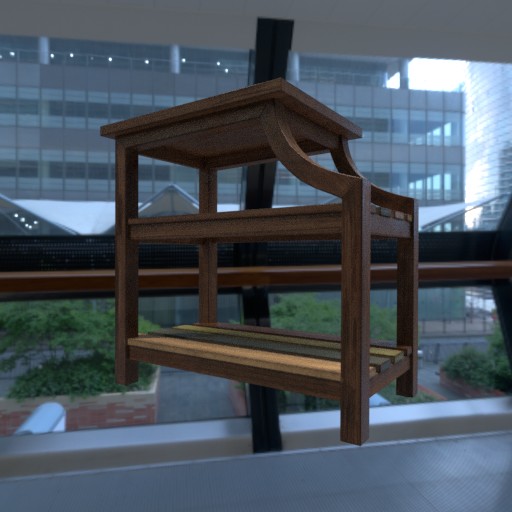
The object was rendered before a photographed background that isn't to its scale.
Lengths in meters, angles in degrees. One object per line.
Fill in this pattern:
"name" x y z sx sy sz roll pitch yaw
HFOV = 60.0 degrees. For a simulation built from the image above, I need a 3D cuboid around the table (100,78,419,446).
"table" 0.000 0.000 0.970 0.609 0.584 0.356 0 0 35
